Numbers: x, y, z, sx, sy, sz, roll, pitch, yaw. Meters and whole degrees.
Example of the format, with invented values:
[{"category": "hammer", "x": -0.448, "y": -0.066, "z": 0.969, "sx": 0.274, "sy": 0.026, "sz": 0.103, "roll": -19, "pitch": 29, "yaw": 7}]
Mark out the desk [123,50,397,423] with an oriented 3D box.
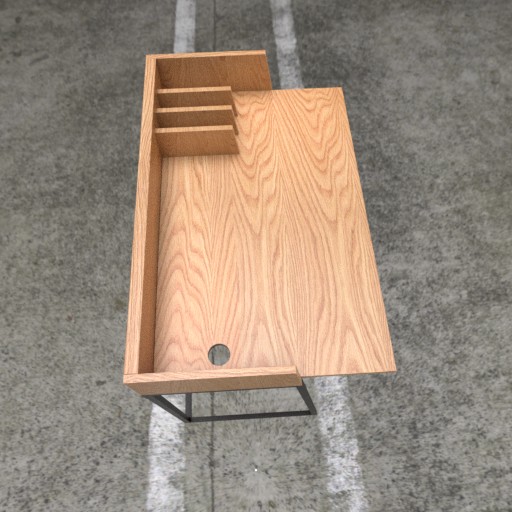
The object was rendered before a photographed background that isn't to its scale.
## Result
[{"category": "desk", "x": 0.000, "y": 0.000, "z": 1.872, "sx": 0.769, "sy": 1.061, "sz": 1.191, "roll": -3, "pitch": 64, "yaw": -1}]
